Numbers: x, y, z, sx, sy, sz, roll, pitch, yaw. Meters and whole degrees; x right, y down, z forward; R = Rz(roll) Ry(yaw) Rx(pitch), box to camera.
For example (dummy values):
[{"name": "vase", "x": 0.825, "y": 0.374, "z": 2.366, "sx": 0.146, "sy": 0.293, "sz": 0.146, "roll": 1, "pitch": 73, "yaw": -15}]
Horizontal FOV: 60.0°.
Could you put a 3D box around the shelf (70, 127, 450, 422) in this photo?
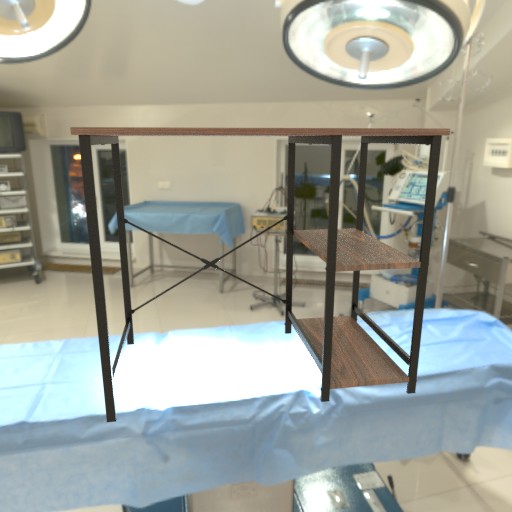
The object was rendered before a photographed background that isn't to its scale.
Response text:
[{"name": "shelf", "x": 0.000, "y": 0.000, "z": 1.370, "sx": 0.902, "sy": 0.750, "sz": 0.498, "roll": -2, "pitch": 15, "yaw": -9}]
